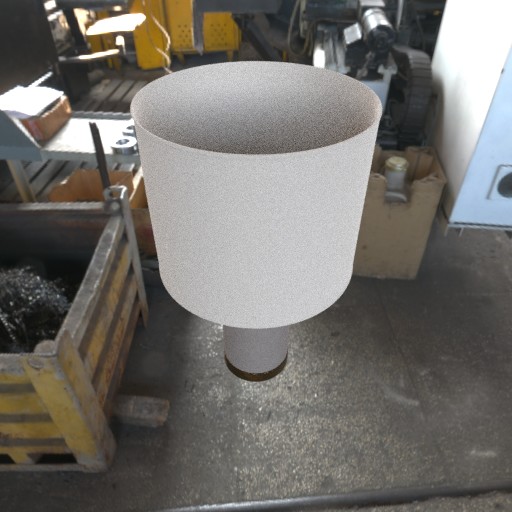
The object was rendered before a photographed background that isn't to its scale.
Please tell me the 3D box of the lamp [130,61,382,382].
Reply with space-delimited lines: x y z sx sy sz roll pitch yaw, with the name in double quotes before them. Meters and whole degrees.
"lamp" 0.000 0.000 0.532 0.229 0.380 0.229 0 40 0
